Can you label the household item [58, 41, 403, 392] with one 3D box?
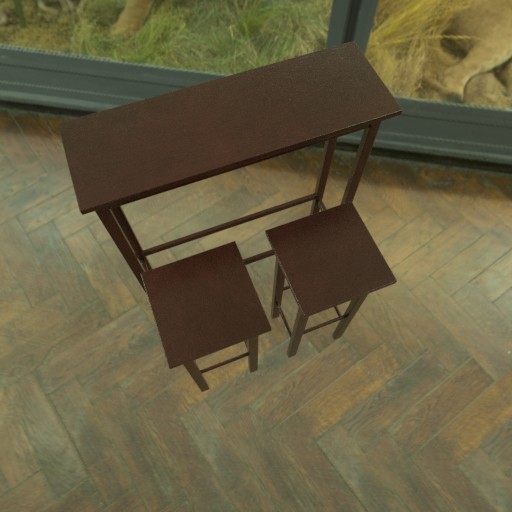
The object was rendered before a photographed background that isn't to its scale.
[{"bbox_3d":[0.000,0.000,1.639,0.914,1.067,0.676,-19,66,-9],"label":"household item"}]
